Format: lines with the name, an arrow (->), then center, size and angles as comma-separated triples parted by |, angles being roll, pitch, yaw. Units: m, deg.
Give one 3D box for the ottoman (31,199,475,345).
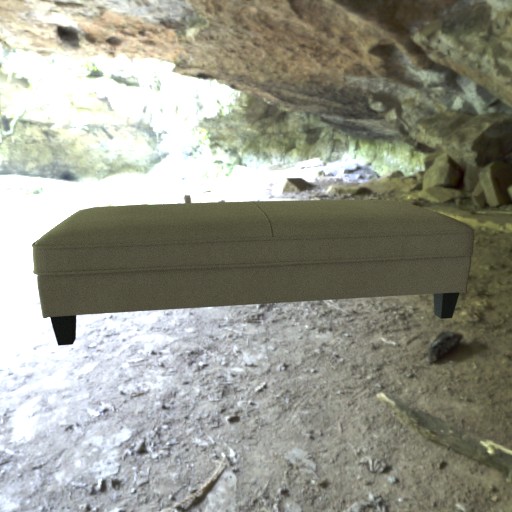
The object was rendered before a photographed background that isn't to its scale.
ottoman -> 0.000, 0.000, 2.035 | 1.726, 0.460, 0.735 | -2, 15, -9
